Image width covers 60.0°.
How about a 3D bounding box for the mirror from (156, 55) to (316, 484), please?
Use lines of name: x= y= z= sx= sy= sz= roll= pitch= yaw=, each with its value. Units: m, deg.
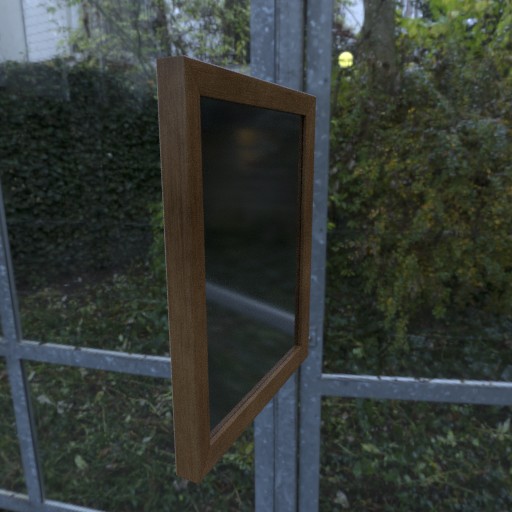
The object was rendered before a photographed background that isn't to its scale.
mirror: x=0.000 y=0.000 z=0.690 sx=0.041 sy=0.508 sz=0.405 roll=7 pitch=15 yaw=26
